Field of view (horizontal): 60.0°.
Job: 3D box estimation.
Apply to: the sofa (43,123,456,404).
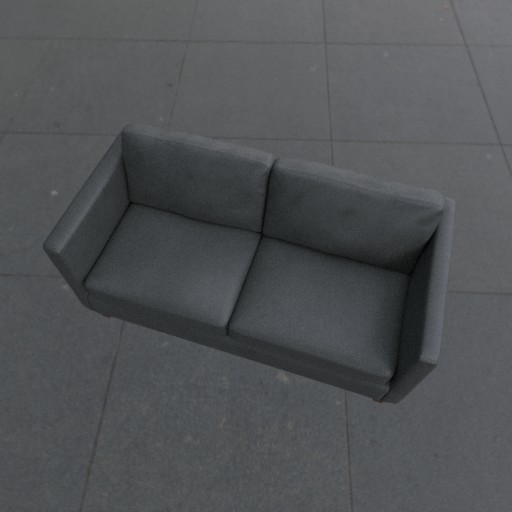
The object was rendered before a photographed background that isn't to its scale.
[{"bbox_3d":[0.000,0.000,2.421,1.883,0.933,0.951,15,59,9],"label":"sofa"}]
